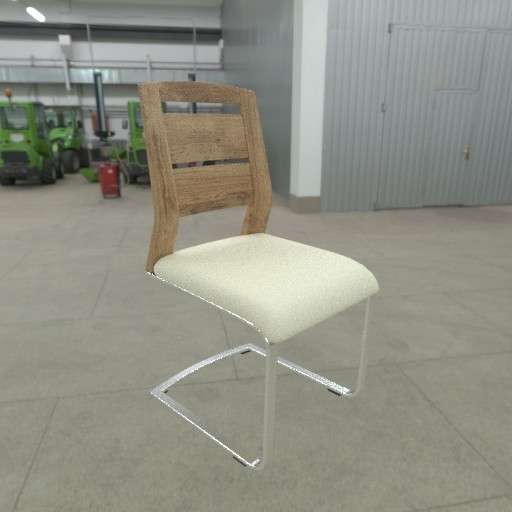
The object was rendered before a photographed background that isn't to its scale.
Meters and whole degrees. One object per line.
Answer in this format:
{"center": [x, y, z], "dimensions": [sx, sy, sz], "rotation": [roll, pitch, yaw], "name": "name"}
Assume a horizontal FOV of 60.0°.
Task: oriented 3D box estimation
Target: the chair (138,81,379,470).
{"center": [0.000, 0.000, 1.266], "dimensions": [0.561, 0.955, 0.457], "rotation": [16, 23, 42], "name": "chair"}
